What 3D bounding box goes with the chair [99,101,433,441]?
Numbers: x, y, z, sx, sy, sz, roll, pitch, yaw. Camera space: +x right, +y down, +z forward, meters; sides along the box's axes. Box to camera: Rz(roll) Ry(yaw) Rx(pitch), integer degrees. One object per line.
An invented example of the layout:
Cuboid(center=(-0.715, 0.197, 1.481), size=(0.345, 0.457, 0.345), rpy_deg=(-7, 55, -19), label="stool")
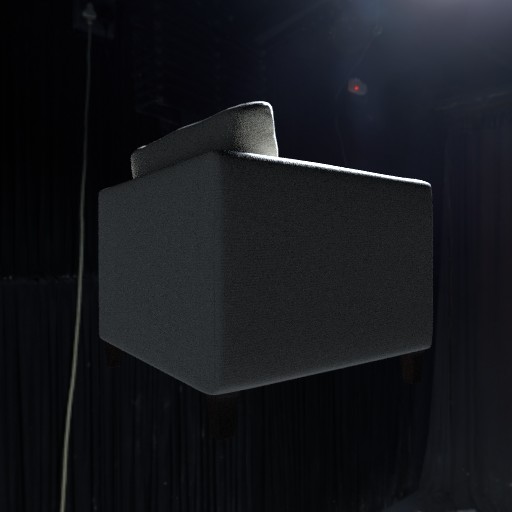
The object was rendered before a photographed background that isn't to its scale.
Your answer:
Cuboid(center=(0.000, 0.000, 1.729), size=(0.959, 0.919, 0.996), rpy_deg=(0, 1, -36), label="chair")
